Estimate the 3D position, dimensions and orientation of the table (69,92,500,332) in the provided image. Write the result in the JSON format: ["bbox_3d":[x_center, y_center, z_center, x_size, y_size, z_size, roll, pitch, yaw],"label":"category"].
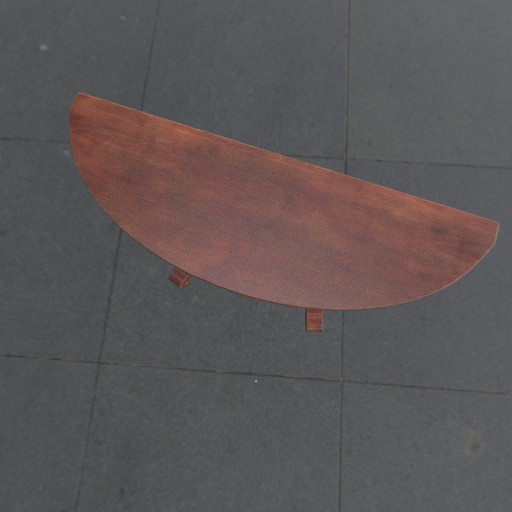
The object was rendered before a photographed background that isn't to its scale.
[{"bbox_3d":[0.000,0.000,1.482,1.198,0.699,0.394,18,75,5],"label":"table"}]
